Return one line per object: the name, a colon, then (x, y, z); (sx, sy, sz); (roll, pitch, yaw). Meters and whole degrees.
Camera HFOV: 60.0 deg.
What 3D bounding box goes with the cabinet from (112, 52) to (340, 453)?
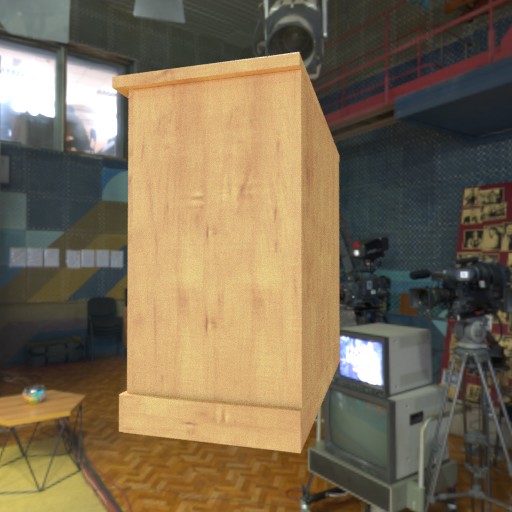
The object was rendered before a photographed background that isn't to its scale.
cabinet: (0.000, 0.000, 1.428); (0.450, 0.840, 0.920); (0, -1, 16)
